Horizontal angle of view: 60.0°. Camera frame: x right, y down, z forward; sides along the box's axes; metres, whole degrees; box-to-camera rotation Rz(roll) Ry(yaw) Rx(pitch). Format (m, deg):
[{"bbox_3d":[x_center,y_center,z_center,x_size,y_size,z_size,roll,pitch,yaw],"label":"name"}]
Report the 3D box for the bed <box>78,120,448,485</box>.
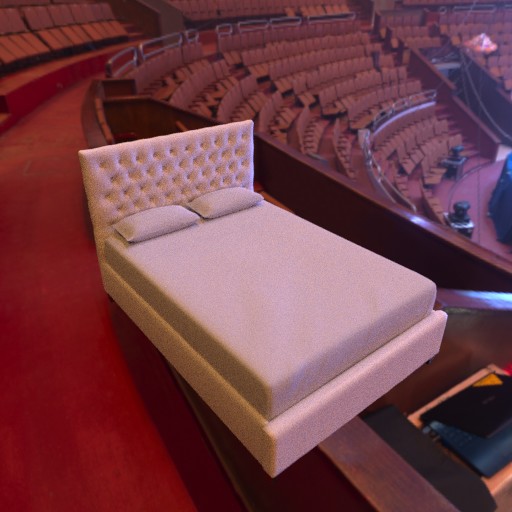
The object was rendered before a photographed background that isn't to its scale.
[{"bbox_3d":[0.000,0.000,3.424,1.698,1.427,2.387,-22,36,-33],"label":"bed"}]
